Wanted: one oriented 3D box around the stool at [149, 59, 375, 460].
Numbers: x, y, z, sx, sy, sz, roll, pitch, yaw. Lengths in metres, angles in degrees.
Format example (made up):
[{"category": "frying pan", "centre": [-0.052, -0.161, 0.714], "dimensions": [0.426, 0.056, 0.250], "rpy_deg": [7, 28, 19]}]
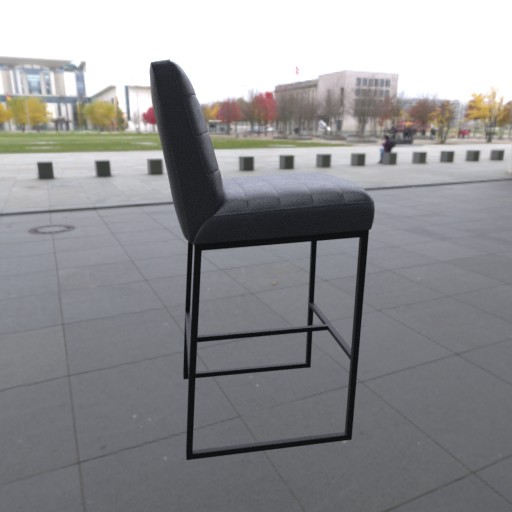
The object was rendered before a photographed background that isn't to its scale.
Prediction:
[{"category": "stool", "centre": [0.000, 0.000, 1.339], "dimensions": [0.552, 1.040, 0.457], "rpy_deg": [-3, 16, -10]}]
